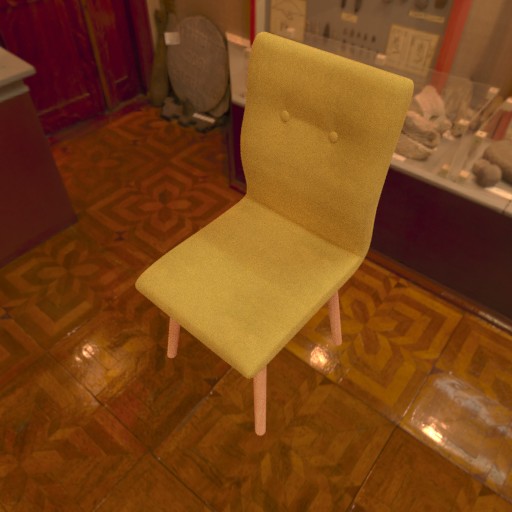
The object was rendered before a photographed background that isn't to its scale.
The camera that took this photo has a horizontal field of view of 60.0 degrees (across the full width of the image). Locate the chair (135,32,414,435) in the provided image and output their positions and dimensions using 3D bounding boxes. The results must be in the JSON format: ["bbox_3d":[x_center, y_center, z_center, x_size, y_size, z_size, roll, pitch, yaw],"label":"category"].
[{"bbox_3d":[0.000,0.000,1.257,0.450,0.965,0.550,32,54,27],"label":"chair"}]
